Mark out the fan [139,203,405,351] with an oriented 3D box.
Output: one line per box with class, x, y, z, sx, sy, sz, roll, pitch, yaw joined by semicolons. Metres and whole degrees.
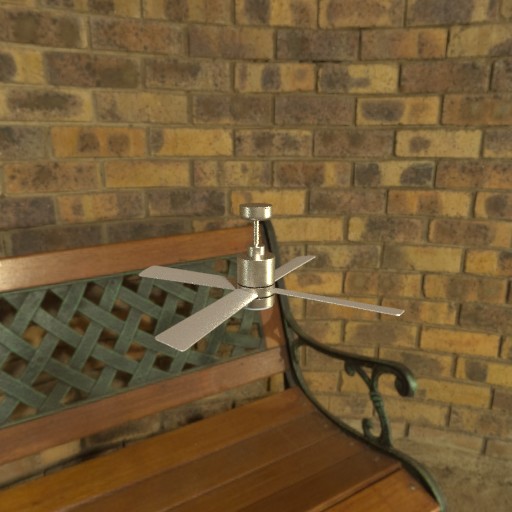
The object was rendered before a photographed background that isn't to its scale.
fan;0.000;0.000;2.340;1.525;0.539;1.525;8;16;27
